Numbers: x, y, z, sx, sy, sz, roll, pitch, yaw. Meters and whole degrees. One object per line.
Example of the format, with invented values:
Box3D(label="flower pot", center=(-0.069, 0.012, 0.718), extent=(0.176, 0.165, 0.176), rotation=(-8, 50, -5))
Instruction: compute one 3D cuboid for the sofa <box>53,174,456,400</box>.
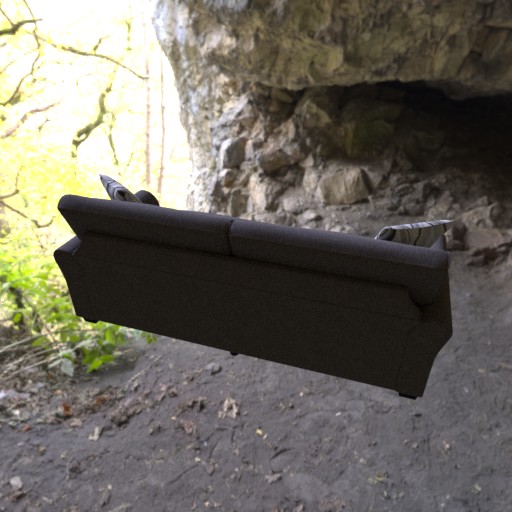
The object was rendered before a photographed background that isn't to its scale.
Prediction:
Box3D(label="sofa", center=(0.000, 0.000, 2.522), extent=(2.032, 0.813, 0.889), rotation=(10, 33, 16))
